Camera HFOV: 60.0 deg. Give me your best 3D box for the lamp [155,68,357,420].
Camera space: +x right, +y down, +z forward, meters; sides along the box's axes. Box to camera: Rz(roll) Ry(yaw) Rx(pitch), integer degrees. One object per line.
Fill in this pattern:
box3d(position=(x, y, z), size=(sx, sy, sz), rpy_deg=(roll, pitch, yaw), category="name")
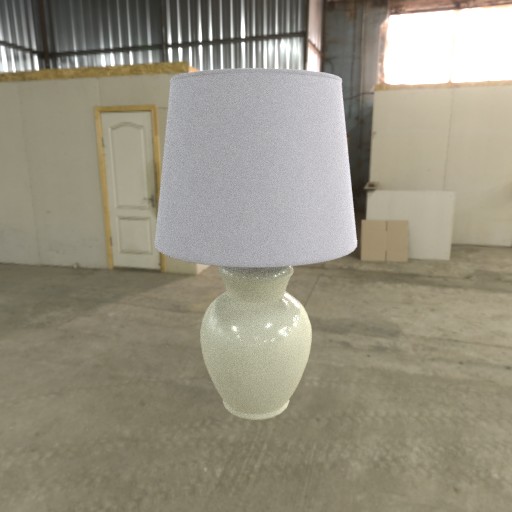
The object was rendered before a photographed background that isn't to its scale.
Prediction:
box3d(position=(0.000, 0.000, 0.542), size=(0.239, 0.399, 0.239), rpy_deg=(0, 14, 0), category="lamp")
